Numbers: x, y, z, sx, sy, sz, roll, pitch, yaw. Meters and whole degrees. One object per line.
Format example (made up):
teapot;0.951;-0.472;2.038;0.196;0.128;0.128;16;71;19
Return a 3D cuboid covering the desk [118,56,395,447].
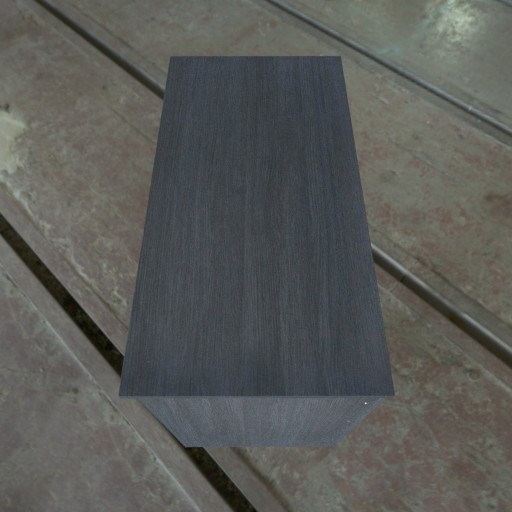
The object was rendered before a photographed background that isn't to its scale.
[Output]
desk;0.000;0.000;1.489;0.560;0.730;1.096;0;59;0
